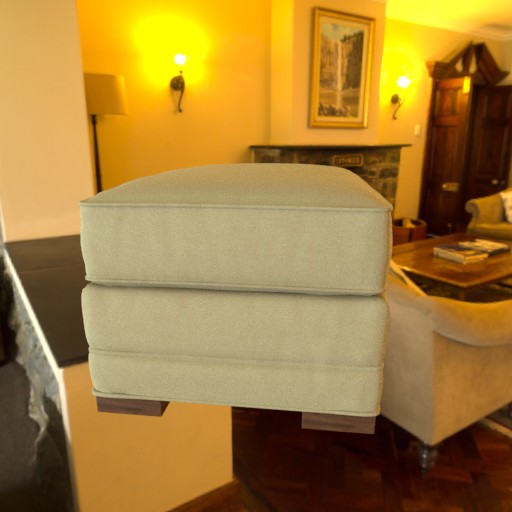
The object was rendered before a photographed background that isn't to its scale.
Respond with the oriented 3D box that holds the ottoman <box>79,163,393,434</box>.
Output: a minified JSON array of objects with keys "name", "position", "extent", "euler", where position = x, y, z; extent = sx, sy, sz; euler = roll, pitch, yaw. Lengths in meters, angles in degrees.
[{"name":"ottoman","position":[0.000,0.000,1.218],"extent":[0.611,0.482,0.848],"euler":[2,15,7]}]
